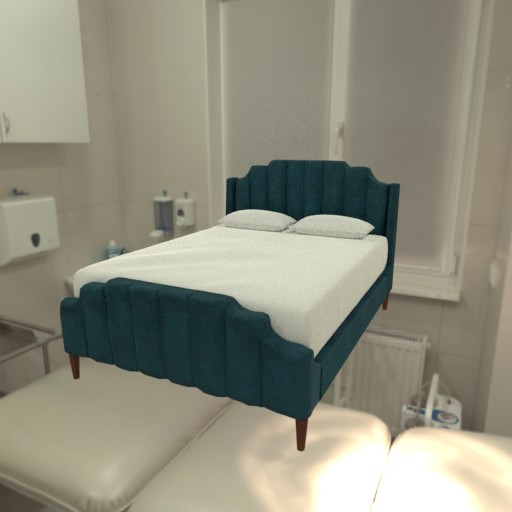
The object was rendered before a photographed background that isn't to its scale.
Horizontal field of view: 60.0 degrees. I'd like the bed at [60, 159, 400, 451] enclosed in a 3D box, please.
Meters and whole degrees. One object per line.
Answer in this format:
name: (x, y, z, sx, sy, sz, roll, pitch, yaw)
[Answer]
bed: (0.000, 0.000, 3.344, 1.676, 1.351, 2.322, 7, 16, 26)
